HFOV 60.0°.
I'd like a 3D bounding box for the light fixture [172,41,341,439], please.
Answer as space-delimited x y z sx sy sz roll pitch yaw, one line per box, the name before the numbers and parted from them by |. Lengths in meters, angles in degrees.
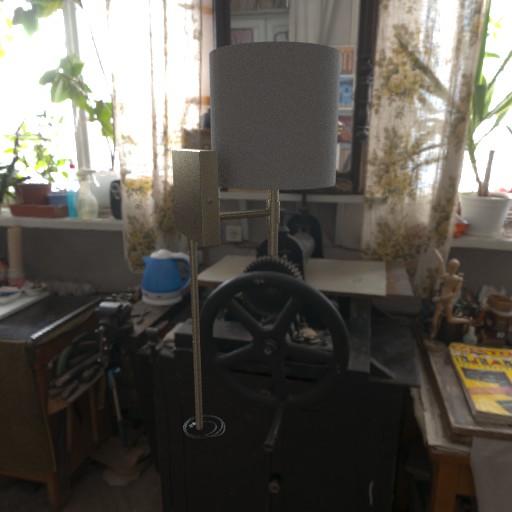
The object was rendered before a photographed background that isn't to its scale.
light fixture | 0.000 0.000 0.699 0.248 0.589 0.188 -7 16 -26
